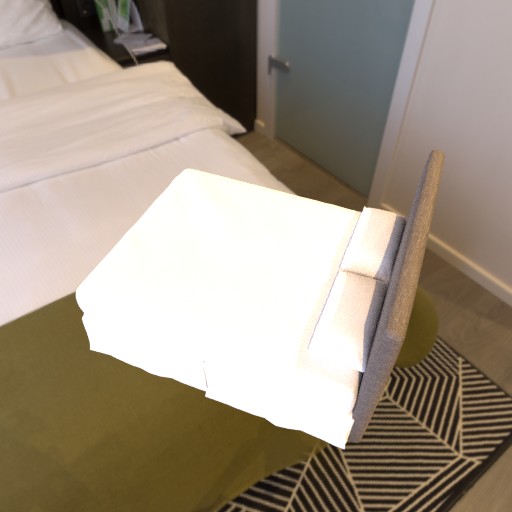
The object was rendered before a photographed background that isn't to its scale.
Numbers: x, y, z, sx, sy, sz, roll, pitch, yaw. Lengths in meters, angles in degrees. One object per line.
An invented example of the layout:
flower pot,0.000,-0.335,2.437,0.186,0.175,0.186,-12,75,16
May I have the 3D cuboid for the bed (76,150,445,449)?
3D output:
bed,0.000,0.000,3.240,2.142,1.330,1.723,17,49,16
